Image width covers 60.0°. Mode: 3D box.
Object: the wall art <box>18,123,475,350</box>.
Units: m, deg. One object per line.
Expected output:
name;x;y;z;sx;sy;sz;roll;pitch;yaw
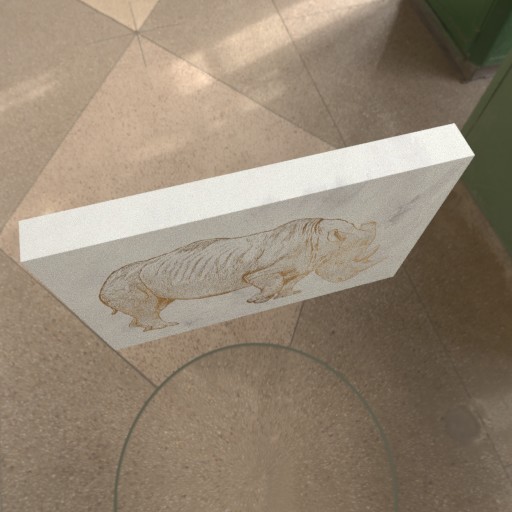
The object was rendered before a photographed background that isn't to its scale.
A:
wall art;0.000;0.000;0.480;0.381;0.254;0.038;-14;64;-7
